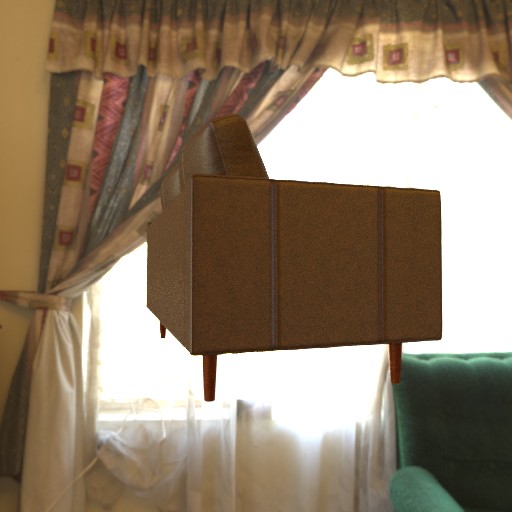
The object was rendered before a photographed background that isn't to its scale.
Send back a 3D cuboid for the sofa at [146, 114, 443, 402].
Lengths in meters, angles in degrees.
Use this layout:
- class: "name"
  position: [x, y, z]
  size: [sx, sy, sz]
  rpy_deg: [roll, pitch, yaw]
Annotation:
- class: "sofa"
  position: [0.000, 0.000, 2.138]
  size: [0.909, 0.951, 1.578]
  rpy_deg: [0, -2, -18]
